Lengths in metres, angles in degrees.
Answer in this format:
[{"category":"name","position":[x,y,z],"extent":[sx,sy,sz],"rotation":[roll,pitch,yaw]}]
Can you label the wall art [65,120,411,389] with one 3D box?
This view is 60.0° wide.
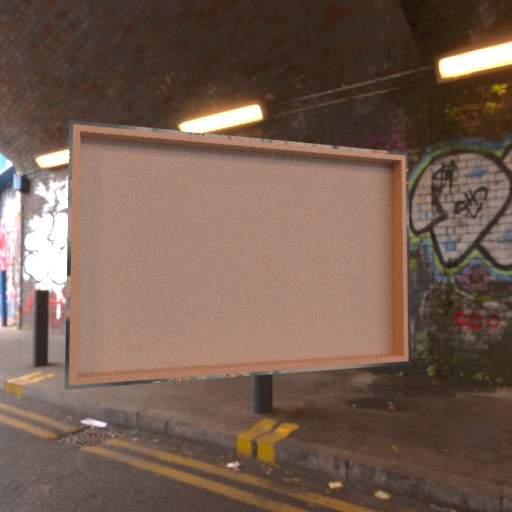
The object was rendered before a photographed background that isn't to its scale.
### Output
[{"category":"wall art","position":[0.000,0.000,0.775],"extent":[0.607,0.405,0.036],"rotation":[1,-2,-18]}]
